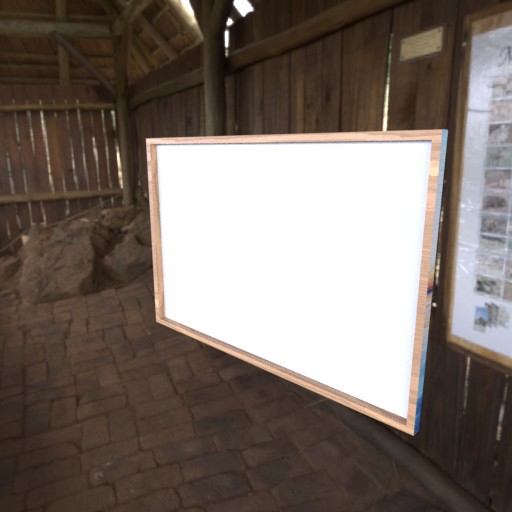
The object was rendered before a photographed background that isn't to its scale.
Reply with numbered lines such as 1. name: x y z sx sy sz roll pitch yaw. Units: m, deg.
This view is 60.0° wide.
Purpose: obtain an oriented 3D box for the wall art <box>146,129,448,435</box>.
1. wall art: 0.000 0.000 1.437 1.137 0.756 0.034 12 18 42
